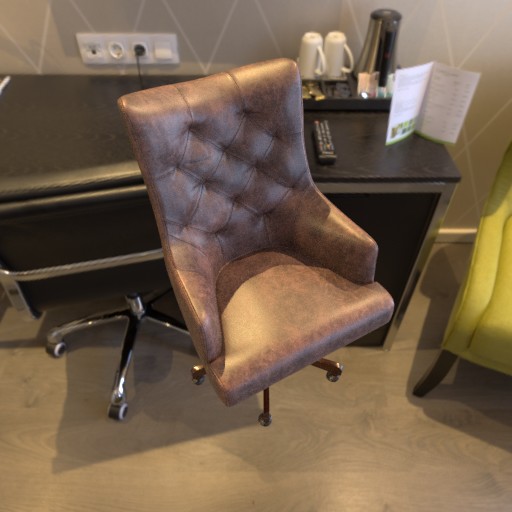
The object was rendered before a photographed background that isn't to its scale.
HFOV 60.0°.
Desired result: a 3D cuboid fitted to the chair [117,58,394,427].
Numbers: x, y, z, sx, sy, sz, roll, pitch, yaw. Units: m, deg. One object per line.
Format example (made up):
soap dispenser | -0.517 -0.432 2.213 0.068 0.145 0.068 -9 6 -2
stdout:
chair | 0.000 0.000 1.509 0.641 1.035 0.762 -23 50 -20
